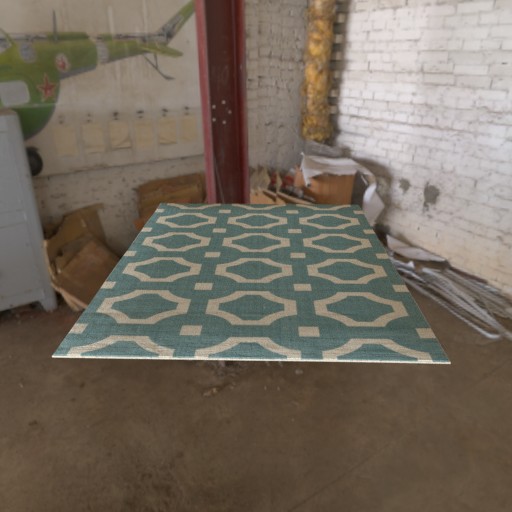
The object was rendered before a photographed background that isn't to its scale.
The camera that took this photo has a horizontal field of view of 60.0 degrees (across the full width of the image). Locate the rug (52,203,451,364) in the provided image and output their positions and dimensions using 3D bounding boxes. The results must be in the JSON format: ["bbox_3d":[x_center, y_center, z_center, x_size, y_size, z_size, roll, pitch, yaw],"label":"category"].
[{"bbox_3d":[0.000,0.000,4.114,2.466,0.021,3.049,1,25,1],"label":"rug"}]
